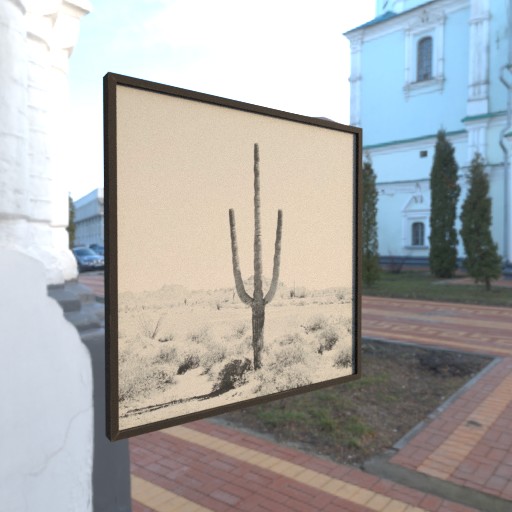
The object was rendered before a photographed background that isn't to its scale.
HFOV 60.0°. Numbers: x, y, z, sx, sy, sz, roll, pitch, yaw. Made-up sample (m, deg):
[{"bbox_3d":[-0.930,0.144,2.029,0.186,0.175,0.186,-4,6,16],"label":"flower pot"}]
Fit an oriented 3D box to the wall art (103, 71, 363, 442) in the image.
[{"bbox_3d":[0.000,0.000,1.144,0.762,0.762,0.038,-1,2,-35],"label":"wall art"}]
